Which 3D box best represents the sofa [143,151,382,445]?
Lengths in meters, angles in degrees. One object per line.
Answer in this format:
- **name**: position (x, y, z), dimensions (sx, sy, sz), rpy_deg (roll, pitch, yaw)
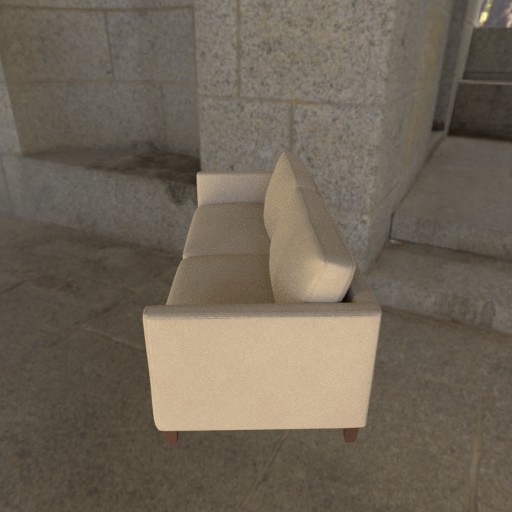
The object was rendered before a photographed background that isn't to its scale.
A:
- **sofa**: position (0.000, 0.000, 2.756), dimensions (0.948, 0.932, 2.181), rpy_deg (-1, 25, -1)
